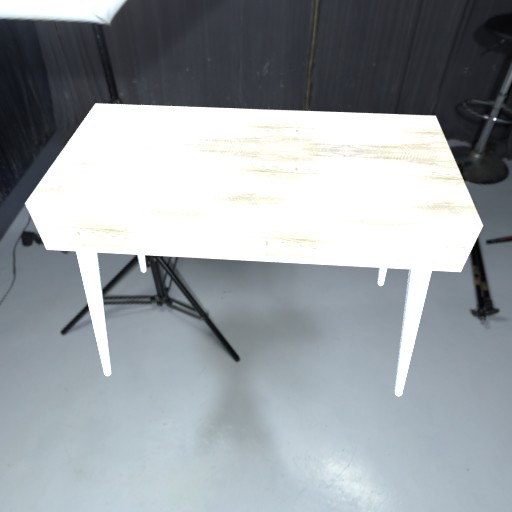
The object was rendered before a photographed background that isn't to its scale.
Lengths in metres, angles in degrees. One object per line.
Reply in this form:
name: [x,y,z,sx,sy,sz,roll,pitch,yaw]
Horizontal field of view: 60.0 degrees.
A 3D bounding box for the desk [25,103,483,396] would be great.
desk: [0.000,0.000,1.365,0.979,0.723,0.491,3,45,3]
